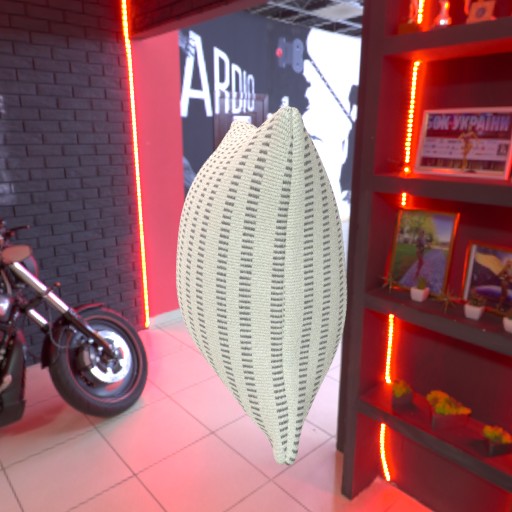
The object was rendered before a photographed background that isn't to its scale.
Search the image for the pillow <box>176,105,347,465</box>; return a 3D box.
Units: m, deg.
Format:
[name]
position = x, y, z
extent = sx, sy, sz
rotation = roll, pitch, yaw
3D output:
[pillow]
position = 0.000, 0.000, 0.688
extent = 0.247, 0.419, 0.438
rotation = -3, 15, -9
